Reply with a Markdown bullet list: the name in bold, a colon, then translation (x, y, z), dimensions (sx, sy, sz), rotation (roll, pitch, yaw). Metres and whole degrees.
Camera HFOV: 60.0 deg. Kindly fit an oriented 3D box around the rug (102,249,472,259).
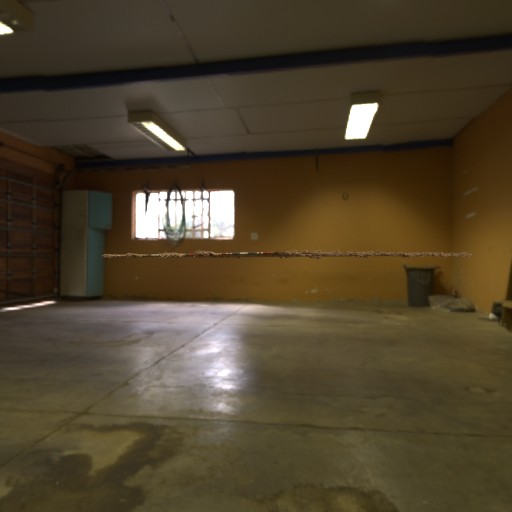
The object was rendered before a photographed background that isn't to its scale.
- **rug**: translation (0.000, 0.000, 3.231), dimensions (1.778, 0.048, 2.450), rotation (0, -1, -37)
